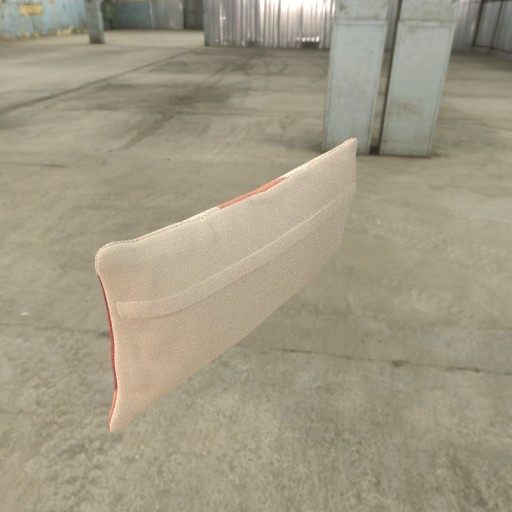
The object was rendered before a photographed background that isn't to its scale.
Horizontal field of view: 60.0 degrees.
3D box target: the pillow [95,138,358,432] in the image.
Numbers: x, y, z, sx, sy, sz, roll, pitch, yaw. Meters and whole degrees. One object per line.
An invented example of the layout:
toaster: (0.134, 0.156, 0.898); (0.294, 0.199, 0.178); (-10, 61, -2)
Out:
pillow: (0.000, 0.000, 0.733); (0.155, 0.292, 0.609); (19, 34, 31)
